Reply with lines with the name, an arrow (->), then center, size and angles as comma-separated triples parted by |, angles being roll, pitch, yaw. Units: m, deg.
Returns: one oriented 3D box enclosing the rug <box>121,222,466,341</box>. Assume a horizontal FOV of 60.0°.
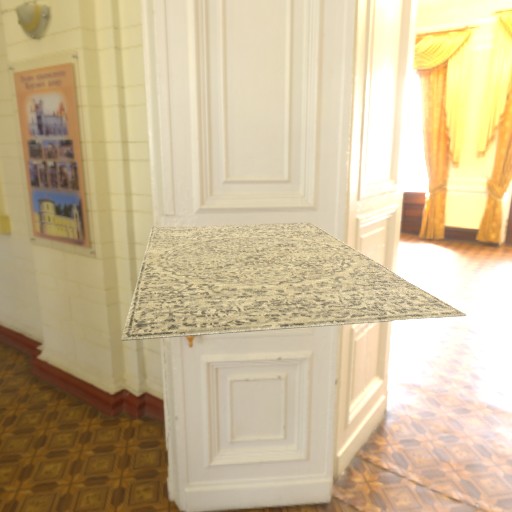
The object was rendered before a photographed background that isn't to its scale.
rug -> 0.000, 0.000, 3.066 | 1.527, 0.021, 2.447 | -2, 15, -10
